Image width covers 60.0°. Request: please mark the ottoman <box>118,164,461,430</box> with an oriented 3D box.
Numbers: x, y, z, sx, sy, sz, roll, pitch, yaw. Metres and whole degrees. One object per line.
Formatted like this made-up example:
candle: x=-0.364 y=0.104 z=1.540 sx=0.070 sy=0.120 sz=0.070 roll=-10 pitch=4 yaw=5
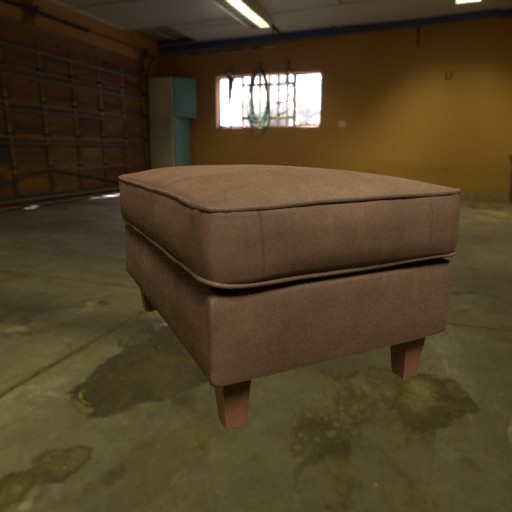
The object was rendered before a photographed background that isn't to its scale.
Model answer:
ottoman: x=0.000 y=0.000 z=1.206 sx=0.596 sy=0.481 sz=0.860 roll=-6 pitch=15 yaw=-25
